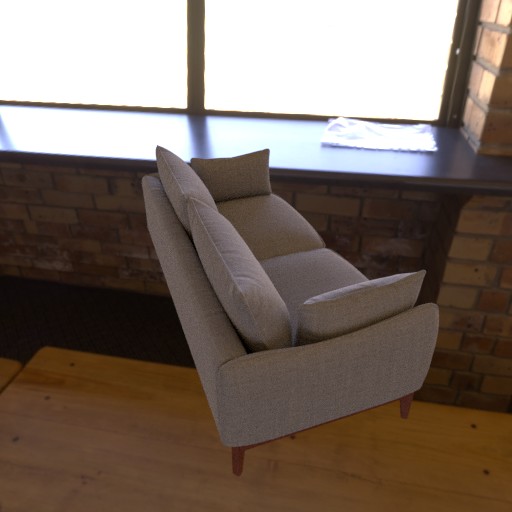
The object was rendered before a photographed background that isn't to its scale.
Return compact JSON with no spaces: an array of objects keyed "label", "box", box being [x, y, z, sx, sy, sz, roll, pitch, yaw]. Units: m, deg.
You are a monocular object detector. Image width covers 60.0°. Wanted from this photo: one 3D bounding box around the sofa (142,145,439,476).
[{"label":"sofa","box":[0.000,0.000,2.477,0.972,0.851,1.989,-11,33,-17]}]
